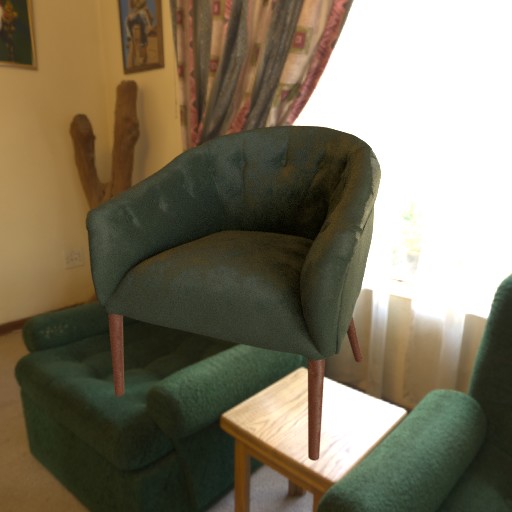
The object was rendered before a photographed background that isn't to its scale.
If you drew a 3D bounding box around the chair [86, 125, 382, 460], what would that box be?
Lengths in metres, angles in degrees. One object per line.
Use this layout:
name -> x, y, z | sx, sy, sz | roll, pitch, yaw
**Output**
chair -> 0.000, 0.000, 1.530 | 0.851, 0.885, 0.776 | 7, 16, 26
